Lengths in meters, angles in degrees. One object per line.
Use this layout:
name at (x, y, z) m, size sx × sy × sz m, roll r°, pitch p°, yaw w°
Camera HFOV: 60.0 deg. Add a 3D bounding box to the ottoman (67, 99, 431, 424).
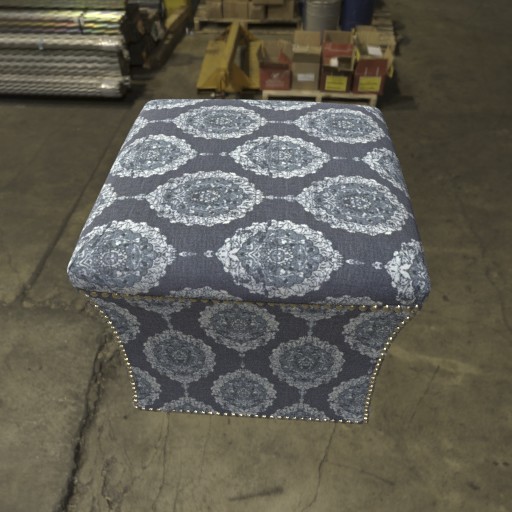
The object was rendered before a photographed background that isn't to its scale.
ottoman at (0.000, 0.000, 0.889) m, size 0.507 × 0.475 × 0.497 m, roll 3°, pitch 46°, yaw 3°
